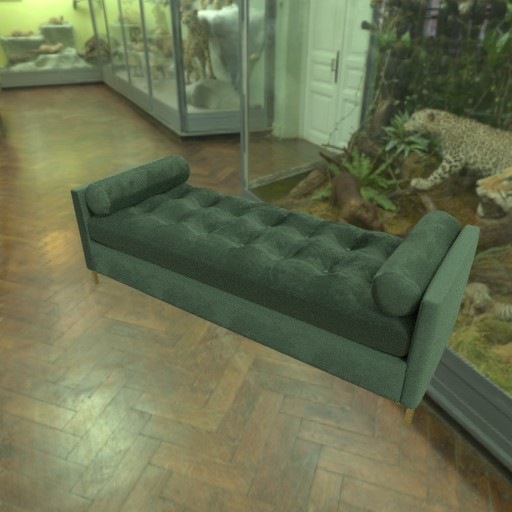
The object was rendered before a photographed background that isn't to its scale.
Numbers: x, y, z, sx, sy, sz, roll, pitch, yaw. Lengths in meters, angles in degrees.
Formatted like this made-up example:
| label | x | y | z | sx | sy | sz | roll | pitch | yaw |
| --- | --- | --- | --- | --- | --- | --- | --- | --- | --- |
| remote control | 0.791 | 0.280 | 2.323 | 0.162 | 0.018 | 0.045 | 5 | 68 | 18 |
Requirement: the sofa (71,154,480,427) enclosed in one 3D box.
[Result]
| label | x | y | z | sx | sy | sz | roll | pitch | yaw |
| --- | --- | --- | --- | --- | --- | --- | --- | --- | --- |
| sofa | 0.000 | 0.000 | 2.482 | 2.102 | 0.705 | 0.796 | 18 | 34 | 29 |
